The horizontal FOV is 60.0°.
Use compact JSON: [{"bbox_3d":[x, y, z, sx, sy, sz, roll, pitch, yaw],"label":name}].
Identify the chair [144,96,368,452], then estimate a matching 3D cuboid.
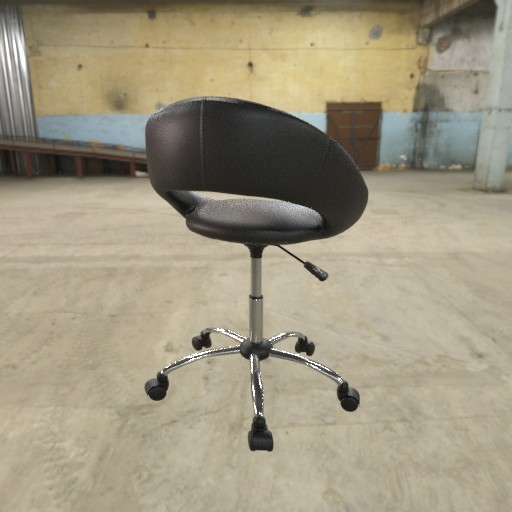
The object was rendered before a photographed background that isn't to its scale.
[{"bbox_3d":[0.000,0.000,1.205,0.612,0.791,0.538,8,18,27],"label":"chair"}]
